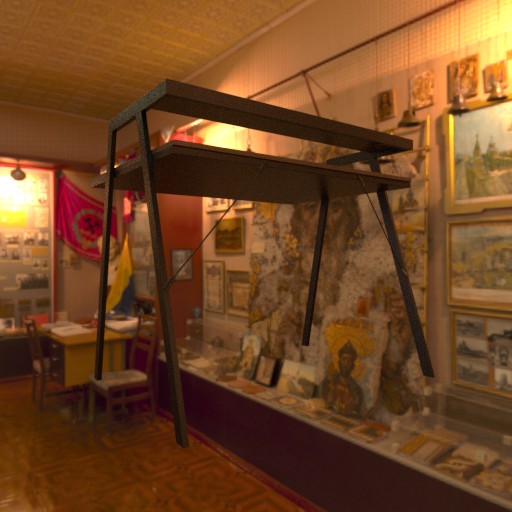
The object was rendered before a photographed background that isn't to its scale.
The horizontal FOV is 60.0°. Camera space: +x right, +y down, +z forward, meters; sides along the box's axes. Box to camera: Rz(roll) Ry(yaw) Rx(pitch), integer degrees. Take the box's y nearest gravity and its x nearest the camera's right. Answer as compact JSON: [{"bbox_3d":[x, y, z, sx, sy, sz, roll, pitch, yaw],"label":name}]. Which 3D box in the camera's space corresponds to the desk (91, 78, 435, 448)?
[{"bbox_3d":[0.000,0.000,1.869,1.143,0.998,0.936,0,0,-36],"label":"desk"}]
